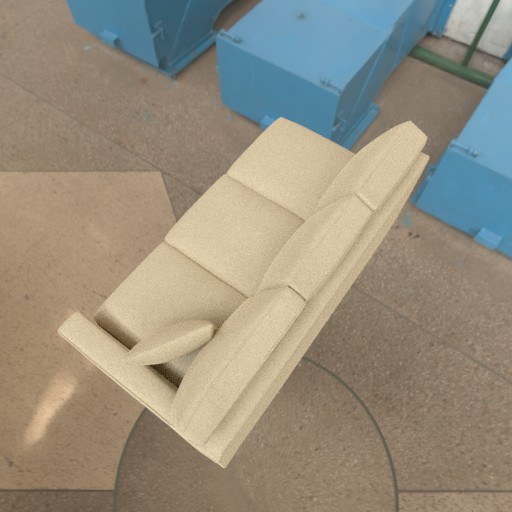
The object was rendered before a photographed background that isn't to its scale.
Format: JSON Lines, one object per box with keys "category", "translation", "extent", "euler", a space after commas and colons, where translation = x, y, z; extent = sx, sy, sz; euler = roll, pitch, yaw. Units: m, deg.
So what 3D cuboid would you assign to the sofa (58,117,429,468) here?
{"category": "sofa", "translation": [0.000, 0.000, 2.528], "extent": [1.034, 0.946, 1.963], "euler": [33, 67, 16]}
